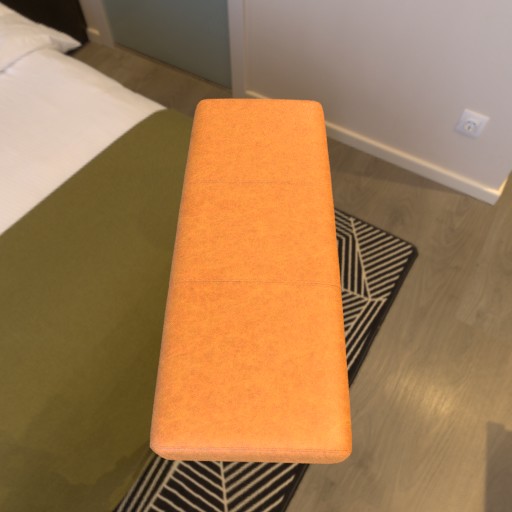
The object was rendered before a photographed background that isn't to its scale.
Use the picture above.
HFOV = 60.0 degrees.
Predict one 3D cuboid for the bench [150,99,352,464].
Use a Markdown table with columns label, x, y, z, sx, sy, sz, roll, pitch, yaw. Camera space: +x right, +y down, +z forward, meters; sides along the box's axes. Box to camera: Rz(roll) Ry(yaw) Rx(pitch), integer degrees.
| label | x | y | z | sx | sy | sz | roll | pitch | yaw |
| --- | --- | --- | --- | --- | --- | --- | --- | --- | --- |
| bench | 0.000 | 0.000 | 1.891 | 0.653 | 0.399 | 1.610 | 1 | 58 | 1 |
